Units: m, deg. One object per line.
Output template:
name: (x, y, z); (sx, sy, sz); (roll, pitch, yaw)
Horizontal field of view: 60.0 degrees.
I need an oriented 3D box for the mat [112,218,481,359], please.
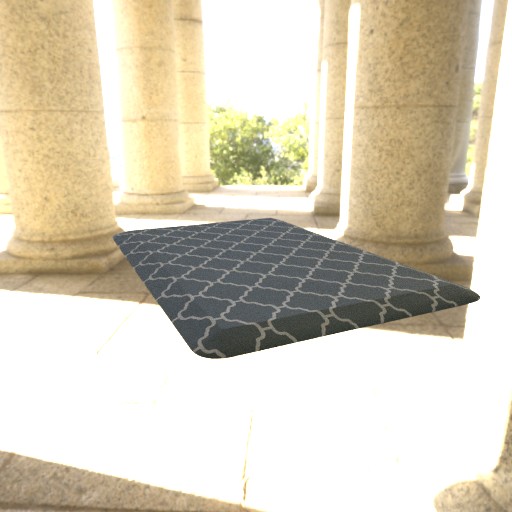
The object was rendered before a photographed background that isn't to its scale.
mat: (0.000, 0.000, 0.964); (0.508, 0.021, 0.762); (-7, 17, -24)
